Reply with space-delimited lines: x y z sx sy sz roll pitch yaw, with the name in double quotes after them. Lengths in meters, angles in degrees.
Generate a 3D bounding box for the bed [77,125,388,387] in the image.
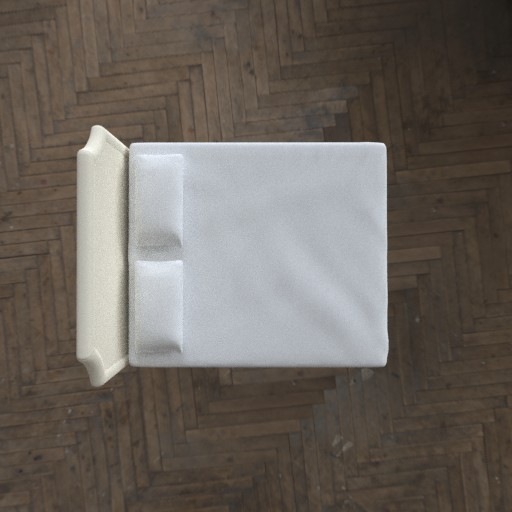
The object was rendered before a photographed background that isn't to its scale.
0.000 0.000 4.204 2.773 1.590 2.350 0 90 0 "bed"
